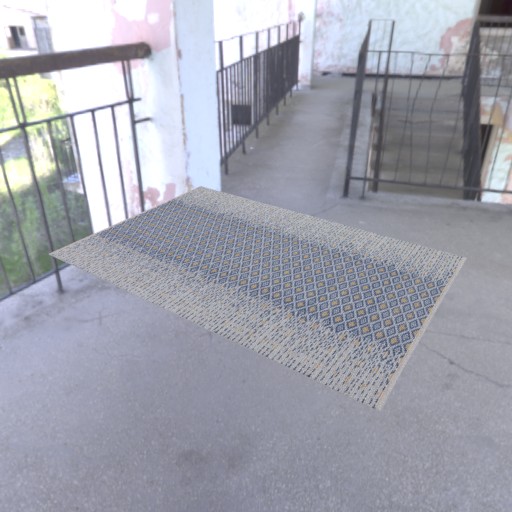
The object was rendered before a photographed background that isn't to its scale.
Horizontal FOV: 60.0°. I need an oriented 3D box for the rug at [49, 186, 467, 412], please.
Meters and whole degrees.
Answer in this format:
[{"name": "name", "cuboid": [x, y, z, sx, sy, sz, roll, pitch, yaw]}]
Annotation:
[{"name": "rug", "cuboid": [0.000, 0.000, 2.328, 1.828, 0.005, 1.219, 19, 35, 30]}]
